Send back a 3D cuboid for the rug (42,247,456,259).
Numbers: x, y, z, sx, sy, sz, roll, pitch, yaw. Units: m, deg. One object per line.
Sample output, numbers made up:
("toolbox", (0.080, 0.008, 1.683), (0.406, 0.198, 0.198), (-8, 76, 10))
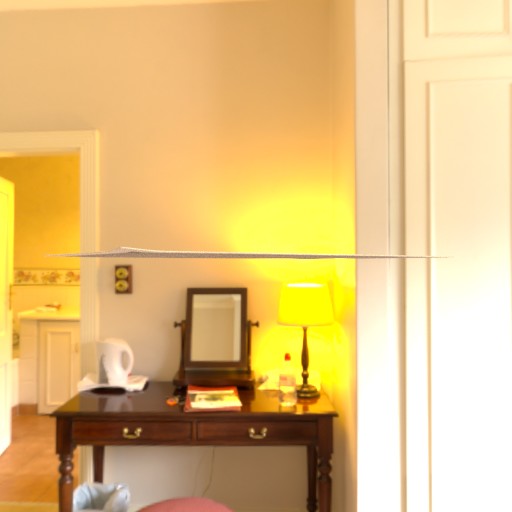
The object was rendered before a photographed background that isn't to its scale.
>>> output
("rug", (0.000, 0.000, 3.052), (2.434, 0.023, 1.518), (1, -1, -36))
